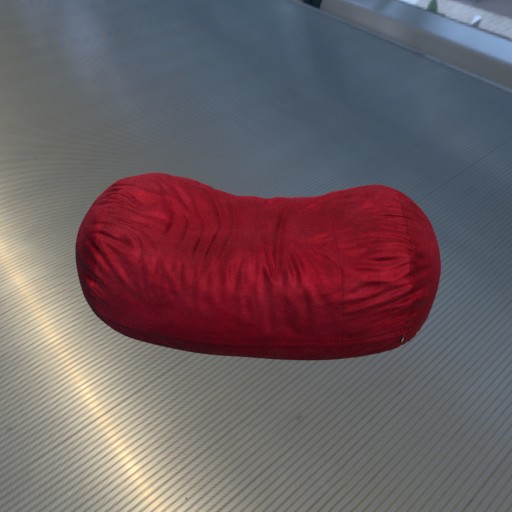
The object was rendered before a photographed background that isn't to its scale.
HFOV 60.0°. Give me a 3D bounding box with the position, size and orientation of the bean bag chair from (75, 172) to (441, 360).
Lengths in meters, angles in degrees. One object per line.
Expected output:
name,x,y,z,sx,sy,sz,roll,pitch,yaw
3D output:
bean bag chair,0.000,0.000,2.857,2.293,0.867,1.216,3,47,3
